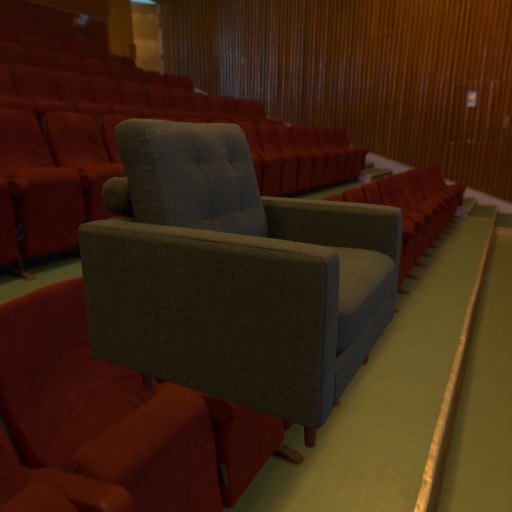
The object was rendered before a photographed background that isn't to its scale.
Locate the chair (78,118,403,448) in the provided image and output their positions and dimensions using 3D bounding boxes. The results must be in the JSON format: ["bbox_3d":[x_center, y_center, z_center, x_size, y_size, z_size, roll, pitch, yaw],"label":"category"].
[{"bbox_3d":[0.000,0.000,1.500,0.843,0.880,0.821,8,17,28],"label":"chair"}]
